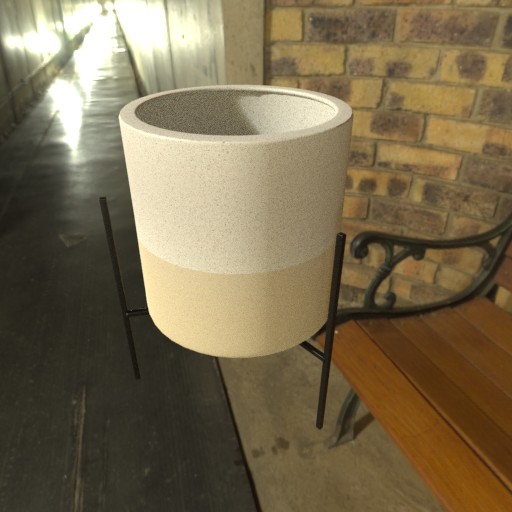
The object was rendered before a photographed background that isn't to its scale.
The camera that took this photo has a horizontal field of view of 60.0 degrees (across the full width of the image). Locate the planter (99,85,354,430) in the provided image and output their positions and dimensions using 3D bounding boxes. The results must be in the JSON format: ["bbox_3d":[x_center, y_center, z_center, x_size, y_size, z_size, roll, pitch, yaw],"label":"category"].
[{"bbox_3d":[0.000,0.000,0.550,0.267,0.362,0.263,21,37,30],"label":"planter"}]
